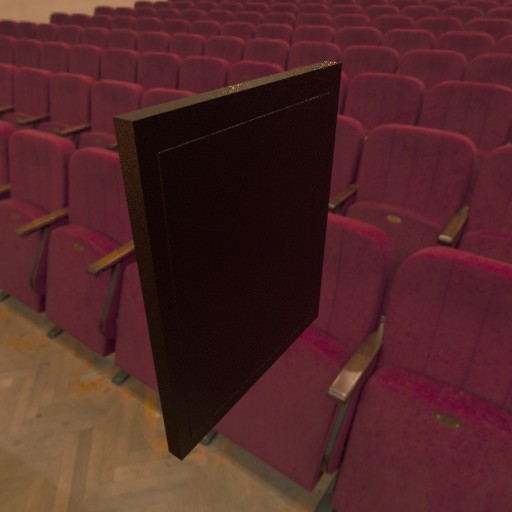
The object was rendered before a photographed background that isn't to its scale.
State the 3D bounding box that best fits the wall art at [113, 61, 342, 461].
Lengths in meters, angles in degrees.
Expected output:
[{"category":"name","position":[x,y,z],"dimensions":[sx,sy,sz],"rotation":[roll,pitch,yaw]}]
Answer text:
[{"category":"wall art","position":[0.000,0.000,0.754],"dimensions":[0.031,0.558,0.461],"rotation":[21,38,30]}]
